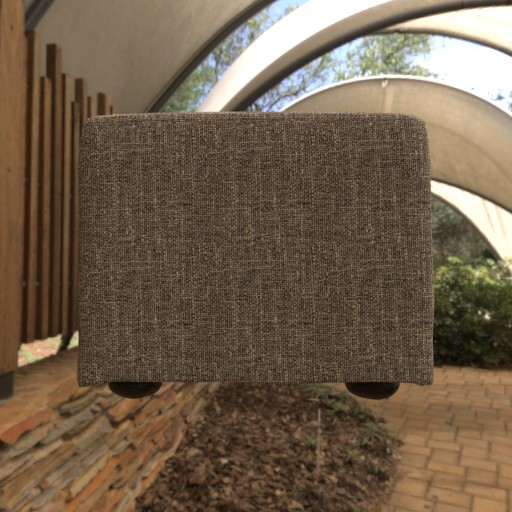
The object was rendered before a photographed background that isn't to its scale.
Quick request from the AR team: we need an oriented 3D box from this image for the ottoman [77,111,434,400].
[{"bbox_3d":[0.000,0.000,0.881,0.521,0.453,0.512,0,-2,1],"label":"ottoman"}]
